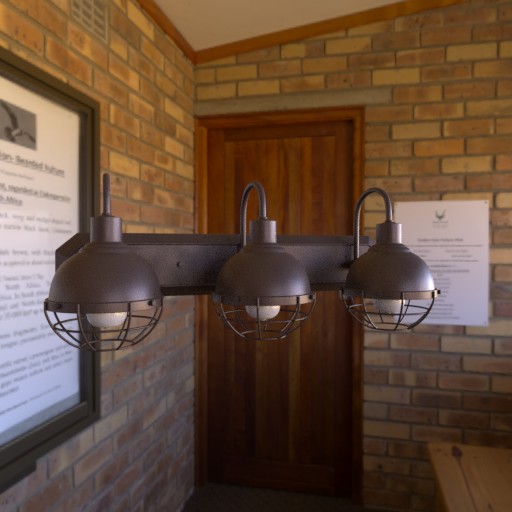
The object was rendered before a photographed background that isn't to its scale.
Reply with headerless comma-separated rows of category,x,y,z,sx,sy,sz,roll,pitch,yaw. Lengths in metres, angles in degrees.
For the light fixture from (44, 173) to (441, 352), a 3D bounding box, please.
light fixture,0.000,0.000,0.740,0.634,0.254,0.229,0,1,-19
